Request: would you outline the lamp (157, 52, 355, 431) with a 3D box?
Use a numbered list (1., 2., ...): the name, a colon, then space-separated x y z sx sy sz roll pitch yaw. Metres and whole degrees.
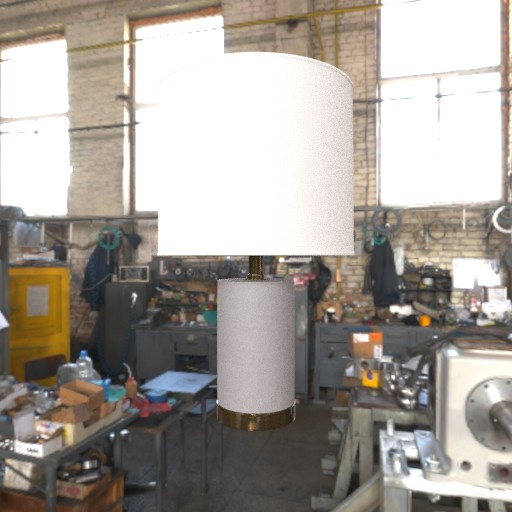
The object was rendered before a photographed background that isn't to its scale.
1. lamp: 0.000 0.000 0.527 0.229 0.380 0.229 0 0 0
